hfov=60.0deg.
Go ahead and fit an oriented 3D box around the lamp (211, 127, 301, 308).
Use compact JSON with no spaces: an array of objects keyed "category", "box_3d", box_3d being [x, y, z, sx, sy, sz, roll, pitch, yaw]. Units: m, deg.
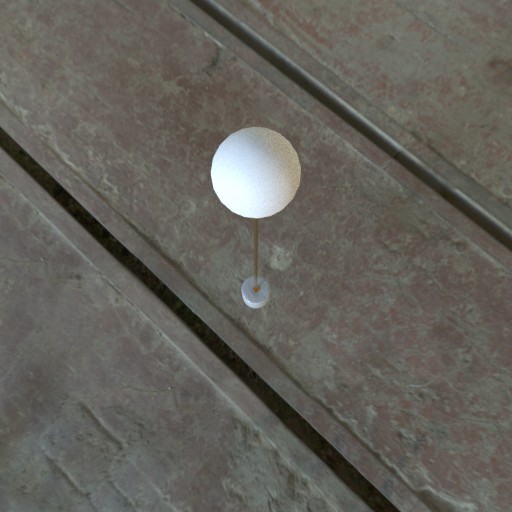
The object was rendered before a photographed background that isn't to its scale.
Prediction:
[{"category":"lamp","box_3d":[0.000,0.000,1.843,0.224,1.753,0.224,-2,74,-1]}]
